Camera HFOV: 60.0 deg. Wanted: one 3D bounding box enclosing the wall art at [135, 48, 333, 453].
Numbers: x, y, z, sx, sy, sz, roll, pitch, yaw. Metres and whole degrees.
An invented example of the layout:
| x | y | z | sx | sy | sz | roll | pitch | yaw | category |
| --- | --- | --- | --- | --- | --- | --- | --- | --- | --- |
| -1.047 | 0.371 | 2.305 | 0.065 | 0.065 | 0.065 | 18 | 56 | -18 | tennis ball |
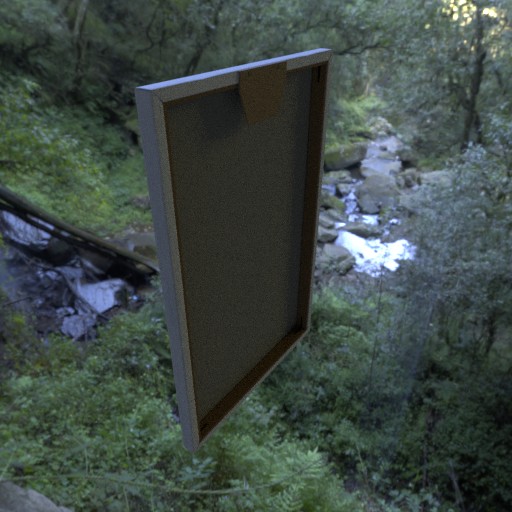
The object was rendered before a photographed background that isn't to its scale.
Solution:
| x | y | z | sx | sy | sz | roll | pitch | yaw | category |
| --- | --- | --- | --- | --- | --- | --- | --- | --- | --- |
| 0.000 | 0.000 | 1.141 | 0.048 | 0.916 | 0.602 | 21 | 38 | 30 | wall art |
